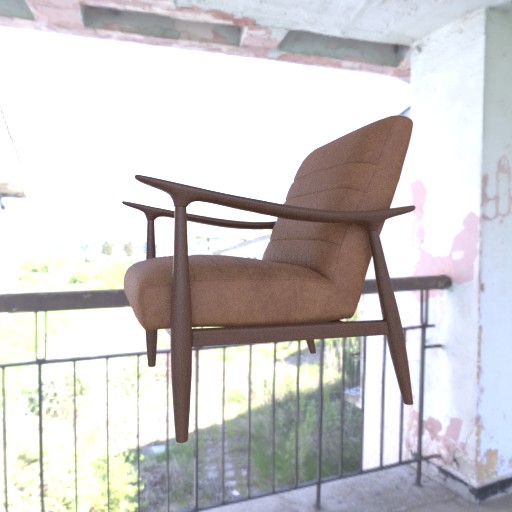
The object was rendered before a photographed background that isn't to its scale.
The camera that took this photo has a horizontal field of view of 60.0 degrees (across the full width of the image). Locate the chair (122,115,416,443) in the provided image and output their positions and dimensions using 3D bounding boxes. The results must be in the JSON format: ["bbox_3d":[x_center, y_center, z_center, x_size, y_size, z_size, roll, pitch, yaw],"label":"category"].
[{"bbox_3d":[0.000,0.000,1.422,0.798,0.832,0.741,-1,2,-19],"label":"chair"}]
